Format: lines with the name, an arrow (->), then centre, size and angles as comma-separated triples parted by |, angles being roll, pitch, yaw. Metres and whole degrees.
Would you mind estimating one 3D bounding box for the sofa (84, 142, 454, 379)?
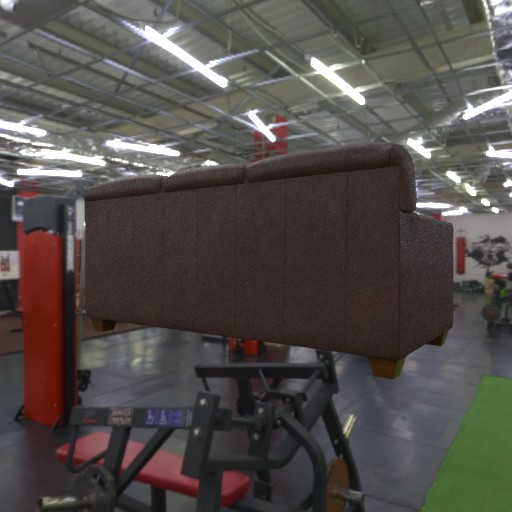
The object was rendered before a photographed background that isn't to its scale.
sofa -> 0.000, 0.000, 2.629 | 2.039, 0.953, 1.008 | 0, 0, 35
